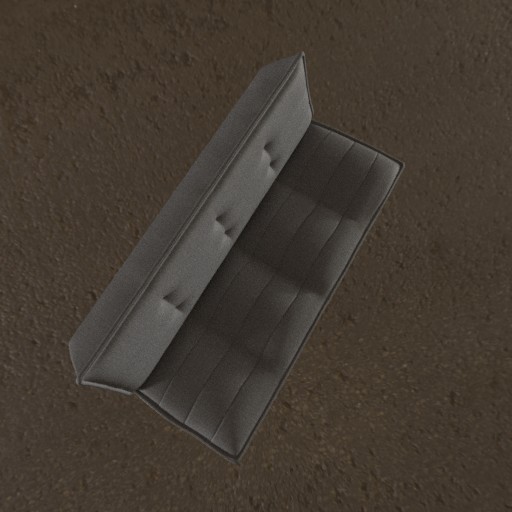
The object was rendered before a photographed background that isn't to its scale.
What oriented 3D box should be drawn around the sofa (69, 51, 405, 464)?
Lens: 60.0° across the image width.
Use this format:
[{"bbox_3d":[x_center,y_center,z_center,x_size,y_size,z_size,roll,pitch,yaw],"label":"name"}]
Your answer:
[{"bbox_3d":[0.000,0.000,2.452,0.950,0.890,1.940,30,76,8],"label":"sofa"}]
